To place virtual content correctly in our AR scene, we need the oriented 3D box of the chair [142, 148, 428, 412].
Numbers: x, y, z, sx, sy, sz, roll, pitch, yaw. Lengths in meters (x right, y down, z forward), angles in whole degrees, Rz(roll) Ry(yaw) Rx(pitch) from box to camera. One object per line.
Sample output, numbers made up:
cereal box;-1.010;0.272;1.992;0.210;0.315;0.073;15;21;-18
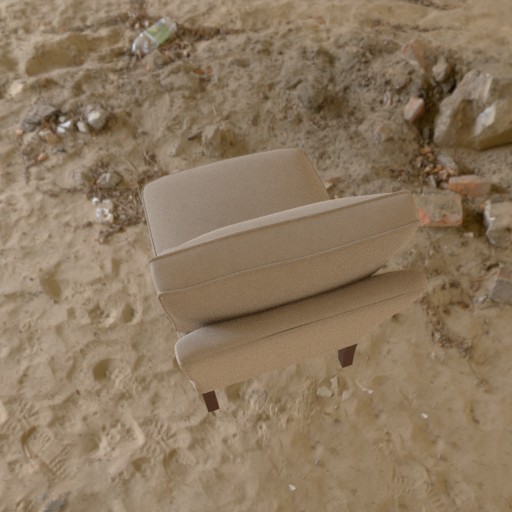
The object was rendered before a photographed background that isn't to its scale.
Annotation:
chair;0.000;0.000;1.662;0.724;1.052;0.912;-16;60;-9
